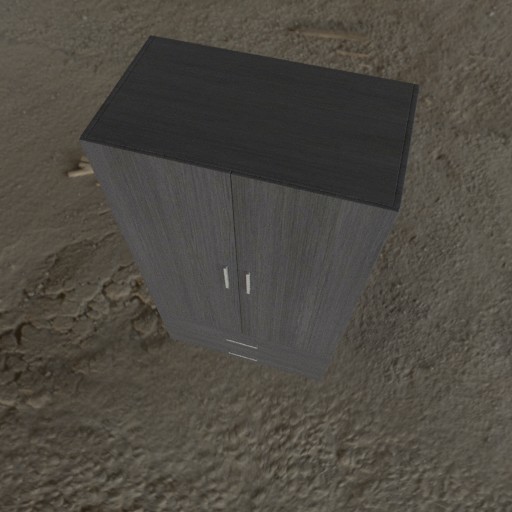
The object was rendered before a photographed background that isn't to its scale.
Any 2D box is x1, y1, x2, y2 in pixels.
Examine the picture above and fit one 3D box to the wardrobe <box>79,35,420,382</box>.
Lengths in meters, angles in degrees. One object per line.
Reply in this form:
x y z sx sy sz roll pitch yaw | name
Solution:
0.000 0.000 2.209 0.991 1.808 0.577 14 60 8 | wardrobe
